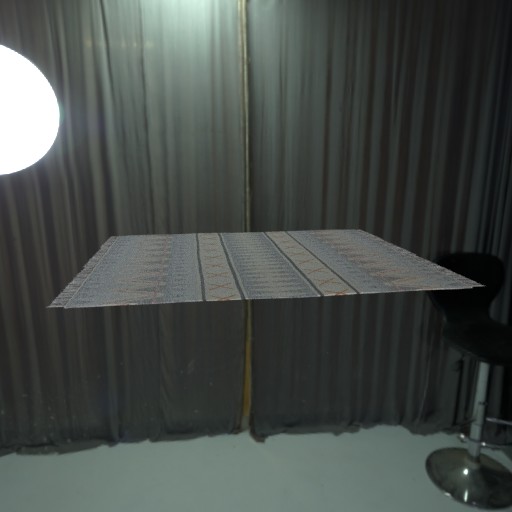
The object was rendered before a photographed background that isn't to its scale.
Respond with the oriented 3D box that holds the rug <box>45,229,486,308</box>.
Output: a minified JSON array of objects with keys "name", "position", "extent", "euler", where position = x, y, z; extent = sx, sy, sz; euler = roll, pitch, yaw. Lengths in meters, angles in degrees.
[{"name":"rug","position":[0.000,0.000,4.077],"extent":[3.000,0.012,2.371],"euler":[-2,14,-8]}]
